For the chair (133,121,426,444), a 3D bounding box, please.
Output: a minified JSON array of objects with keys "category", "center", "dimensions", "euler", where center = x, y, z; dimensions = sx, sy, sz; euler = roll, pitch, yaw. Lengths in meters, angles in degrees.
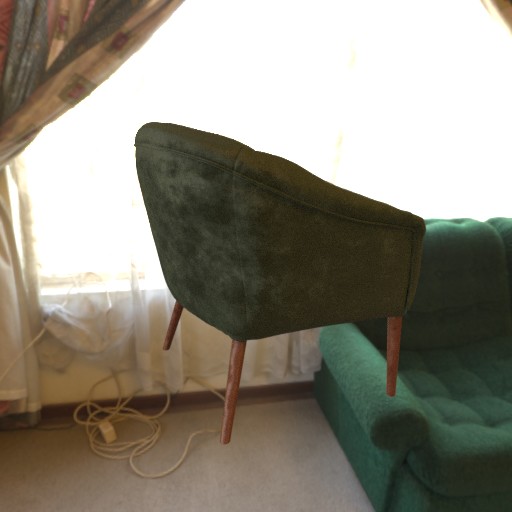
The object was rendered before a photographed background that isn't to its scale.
[{"category":"chair","center":[0.000,0.000,1.542],"dimensions":[0.776,0.885,0.851],"euler":[-7,17,-25]}]
